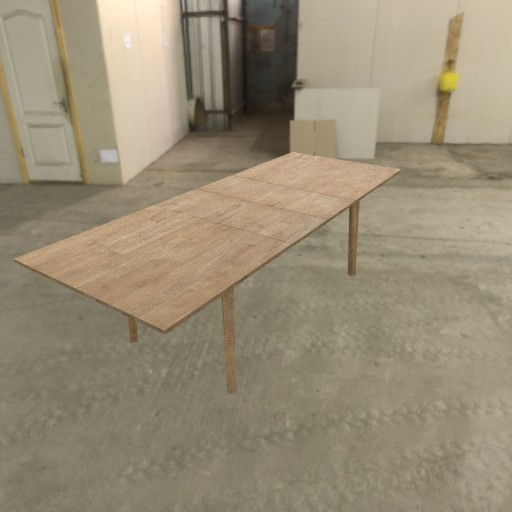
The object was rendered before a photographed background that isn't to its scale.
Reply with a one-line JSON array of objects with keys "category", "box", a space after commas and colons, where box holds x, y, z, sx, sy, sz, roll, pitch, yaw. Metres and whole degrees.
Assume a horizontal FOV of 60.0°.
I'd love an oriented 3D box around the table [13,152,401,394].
[{"category": "table", "box": [0.000, 0.000, 2.973, 1.000, 0.752, 2.603, 17, 31, 31]}]
